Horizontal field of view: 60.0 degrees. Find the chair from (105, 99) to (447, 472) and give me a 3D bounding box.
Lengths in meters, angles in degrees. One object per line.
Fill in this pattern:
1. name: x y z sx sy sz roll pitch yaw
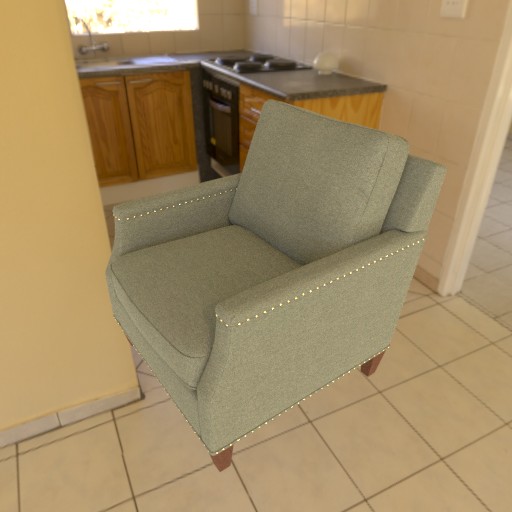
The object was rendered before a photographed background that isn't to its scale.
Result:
1. chair: 0.000 0.000 1.774 1.031 1.031 0.885 -21 37 -30
